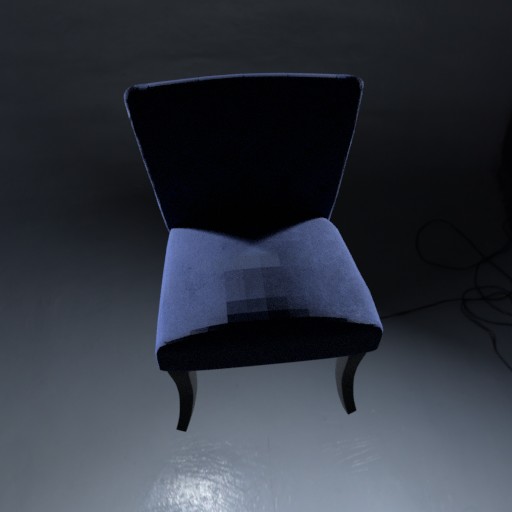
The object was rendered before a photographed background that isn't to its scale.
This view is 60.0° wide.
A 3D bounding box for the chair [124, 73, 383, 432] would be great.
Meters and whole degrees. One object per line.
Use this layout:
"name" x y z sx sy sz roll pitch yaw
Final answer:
"chair" 0.000 0.000 1.185 0.585 0.753 0.606 -4 46 -4
